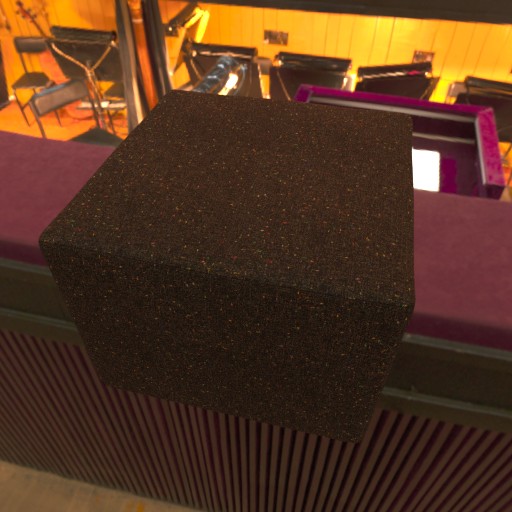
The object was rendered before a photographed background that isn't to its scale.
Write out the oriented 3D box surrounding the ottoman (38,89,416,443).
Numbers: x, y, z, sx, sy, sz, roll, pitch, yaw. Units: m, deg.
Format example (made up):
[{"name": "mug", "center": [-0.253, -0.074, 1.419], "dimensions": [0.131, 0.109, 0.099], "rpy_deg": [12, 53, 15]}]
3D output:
[{"name": "ottoman", "center": [0.000, 0.000, 0.855], "dimensions": [0.508, 0.432, 0.508], "rpy_deg": [10, 45, 10]}]
